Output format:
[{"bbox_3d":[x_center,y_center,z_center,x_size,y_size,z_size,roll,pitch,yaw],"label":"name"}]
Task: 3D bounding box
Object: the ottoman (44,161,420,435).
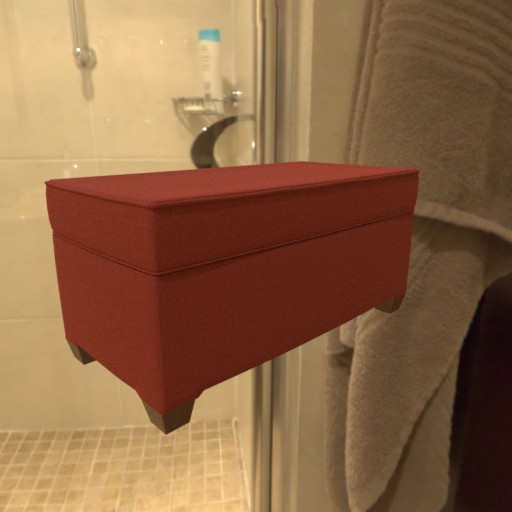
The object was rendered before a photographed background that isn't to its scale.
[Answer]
[{"bbox_3d":[0.000,0.000,1.231,0.948,0.454,0.497,-15,22,-42],"label":"ottoman"}]
